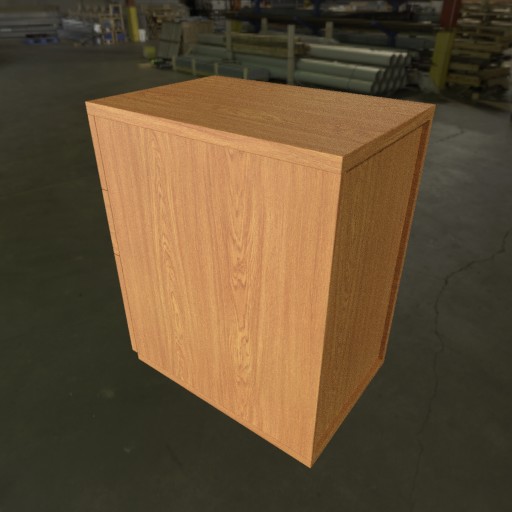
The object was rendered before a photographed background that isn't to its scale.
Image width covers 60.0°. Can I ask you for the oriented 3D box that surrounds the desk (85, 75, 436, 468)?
[{"bbox_3d":[0.000,0.000,1.092,0.600,0.730,0.404,21,37,31],"label":"desk"}]
